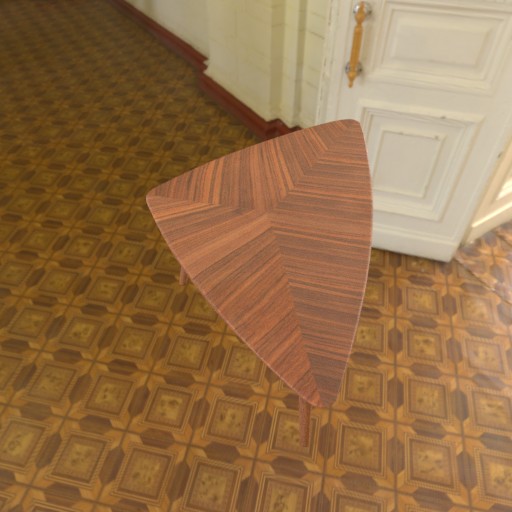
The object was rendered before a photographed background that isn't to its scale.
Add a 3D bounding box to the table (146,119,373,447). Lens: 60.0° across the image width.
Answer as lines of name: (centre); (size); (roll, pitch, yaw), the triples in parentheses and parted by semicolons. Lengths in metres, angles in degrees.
table: (0.000, 0.000, 1.291); (0.601, 0.365, 1.008); (9, 48, 8)
